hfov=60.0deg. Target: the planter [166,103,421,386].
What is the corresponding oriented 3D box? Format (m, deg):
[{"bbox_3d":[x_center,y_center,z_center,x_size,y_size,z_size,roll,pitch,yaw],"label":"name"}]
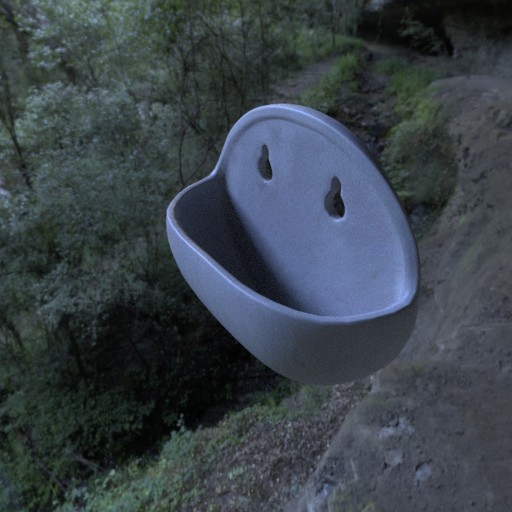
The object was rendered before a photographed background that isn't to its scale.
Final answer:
[{"bbox_3d":[0.000,0.000,0.266,0.073,0.164,0.190,-21,38,-29],"label":"planter"}]
